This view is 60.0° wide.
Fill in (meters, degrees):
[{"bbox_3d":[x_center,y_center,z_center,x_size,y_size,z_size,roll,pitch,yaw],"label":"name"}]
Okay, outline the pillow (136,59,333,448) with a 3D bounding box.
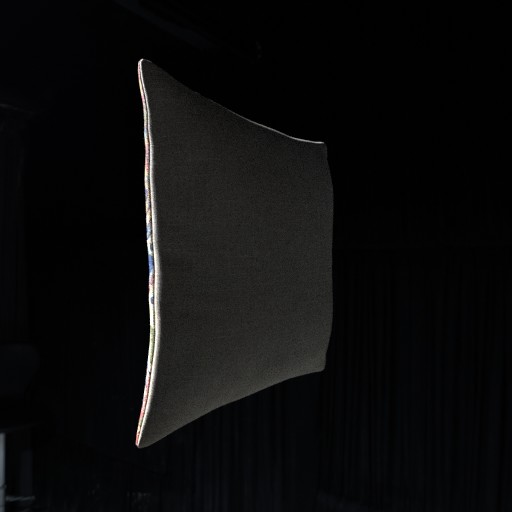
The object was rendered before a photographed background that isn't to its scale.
[{"bbox_3d":[0.000,0.000,0.783,0.166,0.506,0.523,0,-1,36],"label":"pillow"}]
